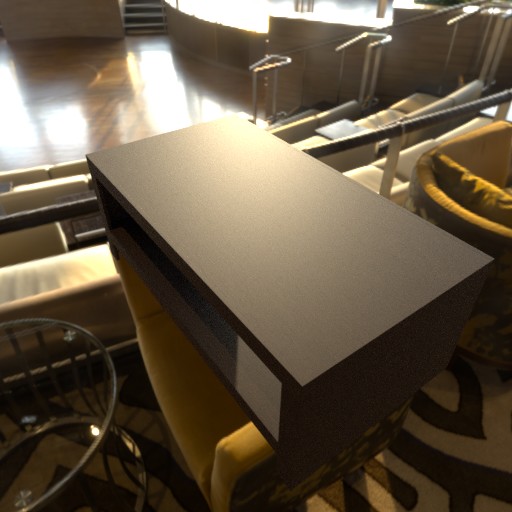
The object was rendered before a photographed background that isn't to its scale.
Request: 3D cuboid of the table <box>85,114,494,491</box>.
[{"bbox_3d":[0.000,0.000,1.391,0.597,0.424,1.099,-25,45,-27],"label":"table"}]
